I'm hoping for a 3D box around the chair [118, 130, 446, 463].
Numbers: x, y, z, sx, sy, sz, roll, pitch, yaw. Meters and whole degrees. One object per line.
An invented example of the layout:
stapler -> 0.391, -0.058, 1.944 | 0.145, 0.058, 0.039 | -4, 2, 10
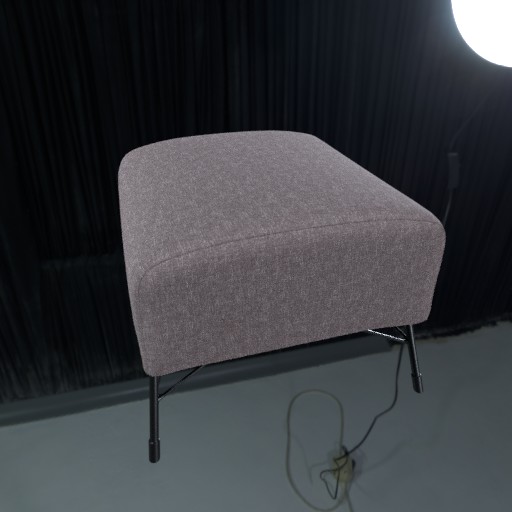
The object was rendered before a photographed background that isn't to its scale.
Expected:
chair -> 0.000, 0.000, 0.913 | 0.530, 0.410, 0.530 | -9, 32, -15
